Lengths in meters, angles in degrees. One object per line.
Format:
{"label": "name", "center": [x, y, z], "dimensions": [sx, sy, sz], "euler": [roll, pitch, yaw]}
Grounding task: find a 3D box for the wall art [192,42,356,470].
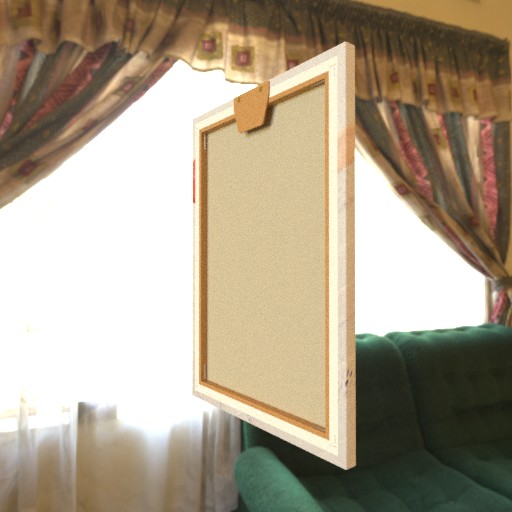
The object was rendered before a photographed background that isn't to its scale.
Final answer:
{"label": "wall art", "center": [0.000, 0.000, 1.125], "dimensions": [0.036, 0.848, 0.613], "euler": [0, -1, -38]}
